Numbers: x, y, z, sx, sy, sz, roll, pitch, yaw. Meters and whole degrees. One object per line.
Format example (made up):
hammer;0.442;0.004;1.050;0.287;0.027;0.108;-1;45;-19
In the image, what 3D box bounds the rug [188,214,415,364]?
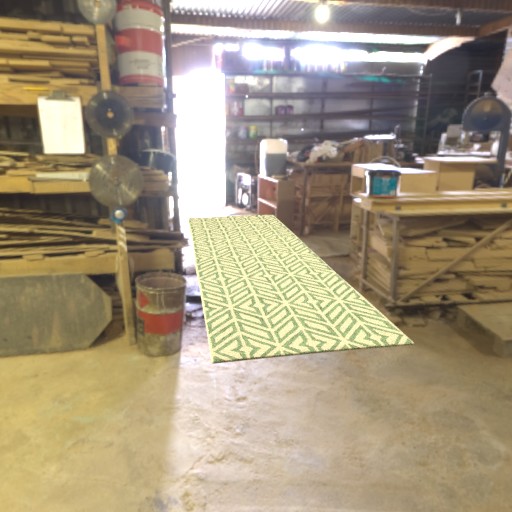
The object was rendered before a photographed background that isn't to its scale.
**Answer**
rug;0.000;0.000;2.716;0.750;0.009;2.435;-3;17;-10
